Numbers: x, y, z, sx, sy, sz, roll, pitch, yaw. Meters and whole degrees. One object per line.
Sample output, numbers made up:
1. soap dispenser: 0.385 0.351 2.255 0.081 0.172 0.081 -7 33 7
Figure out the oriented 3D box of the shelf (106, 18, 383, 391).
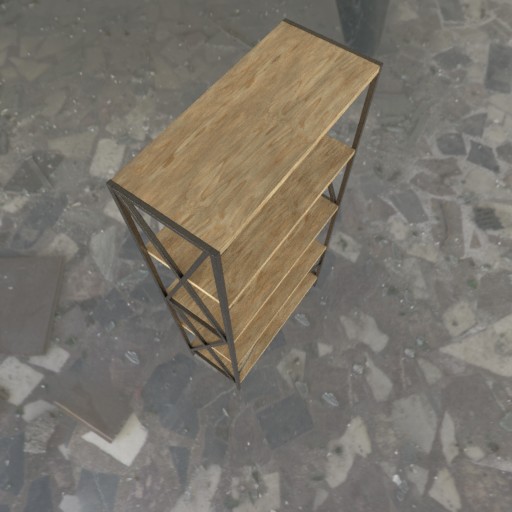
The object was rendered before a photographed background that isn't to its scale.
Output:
1. shelf: 0.000 0.000 2.129 0.386 1.803 0.874 33 67 16
